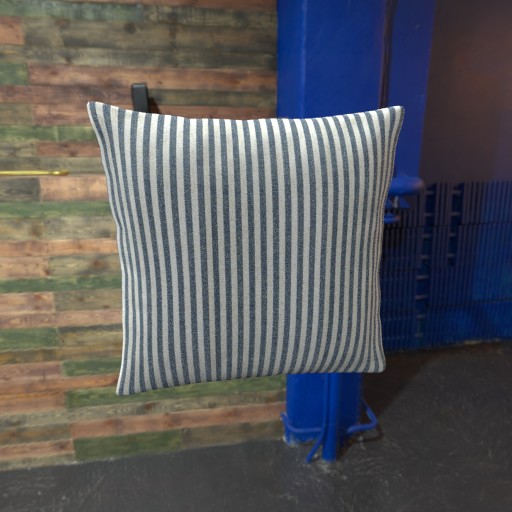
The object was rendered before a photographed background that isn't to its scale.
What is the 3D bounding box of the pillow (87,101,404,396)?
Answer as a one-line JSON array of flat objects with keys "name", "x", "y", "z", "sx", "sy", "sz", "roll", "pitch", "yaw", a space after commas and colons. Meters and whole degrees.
[{"name": "pillow", "x": 0.000, "y": 0.000, "z": 0.784, "sx": 0.523, "sy": 0.510, "sz": 0.166, "roll": -2, "pitch": 15, "yaw": -8}]
